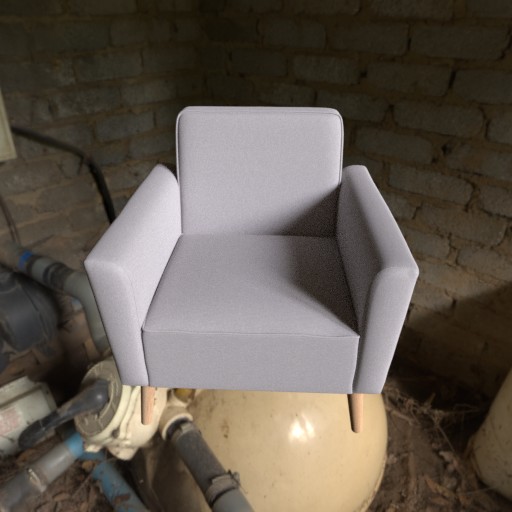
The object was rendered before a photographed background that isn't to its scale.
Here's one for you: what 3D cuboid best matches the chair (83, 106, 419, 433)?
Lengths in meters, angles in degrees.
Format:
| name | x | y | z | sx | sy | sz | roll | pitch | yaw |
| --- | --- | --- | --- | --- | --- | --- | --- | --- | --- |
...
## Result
| name | x | y | z | sx | sy | sz | roll | pitch | yaw |
| --- | --- | --- | --- | --- | --- | --- | --- | --- | --- |
| chair | 0.000 | 0.000 | 1.415 | 0.780 | 0.780 | 0.750 | 1 | 30 | 2 |
